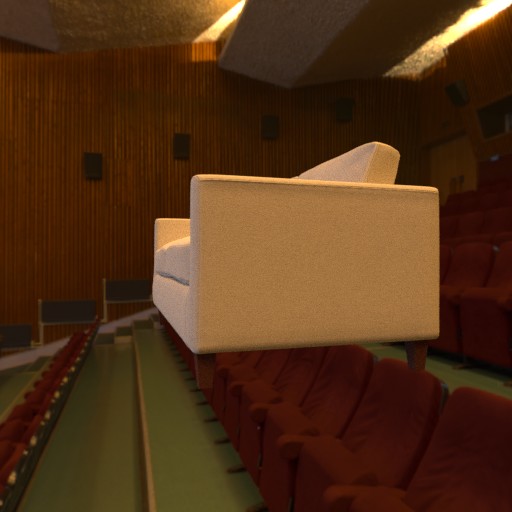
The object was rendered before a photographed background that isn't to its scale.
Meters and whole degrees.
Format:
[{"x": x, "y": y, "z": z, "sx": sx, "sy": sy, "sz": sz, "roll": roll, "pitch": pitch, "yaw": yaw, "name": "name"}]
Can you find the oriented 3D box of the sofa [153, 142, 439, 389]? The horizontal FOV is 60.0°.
[{"x": 0.000, "y": 0.000, "z": 2.322, "sx": 0.964, "sy": 0.888, "sz": 1.702, "roll": 0, "pitch": -1, "yaw": -17, "name": "sofa"}]
